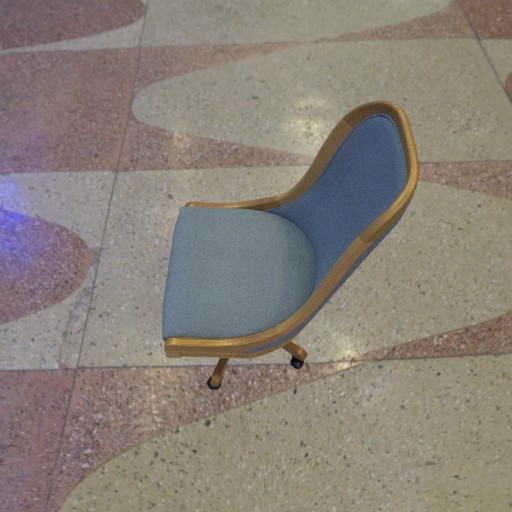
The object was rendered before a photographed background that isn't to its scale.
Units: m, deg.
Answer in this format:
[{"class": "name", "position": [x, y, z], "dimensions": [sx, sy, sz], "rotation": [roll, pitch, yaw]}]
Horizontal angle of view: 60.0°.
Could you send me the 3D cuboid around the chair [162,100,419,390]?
[{"class": "chair", "position": [0.000, 0.000, 1.461], "dimensions": [0.735, 1.031, 0.605], "rotation": [1, 57, 1]}]
